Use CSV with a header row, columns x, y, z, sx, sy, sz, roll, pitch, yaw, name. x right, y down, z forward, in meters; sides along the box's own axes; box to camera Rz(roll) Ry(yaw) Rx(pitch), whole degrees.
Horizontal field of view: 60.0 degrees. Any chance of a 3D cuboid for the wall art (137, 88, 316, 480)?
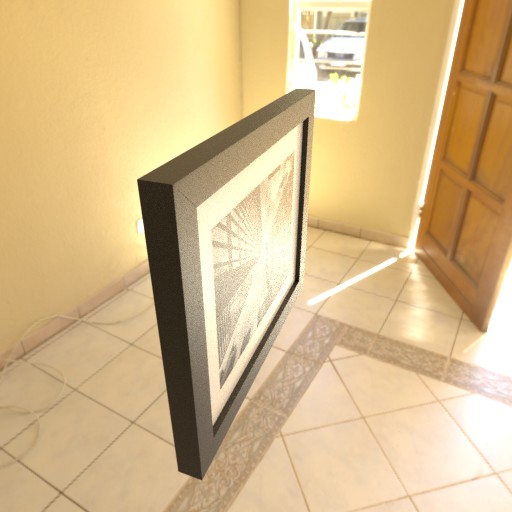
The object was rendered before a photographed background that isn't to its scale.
x,y,z,sx,sy,sz,roll,pitch,yaw,name
0.000,0.000,0.532,0.028,0.321,0.381,11,32,18,wall art
